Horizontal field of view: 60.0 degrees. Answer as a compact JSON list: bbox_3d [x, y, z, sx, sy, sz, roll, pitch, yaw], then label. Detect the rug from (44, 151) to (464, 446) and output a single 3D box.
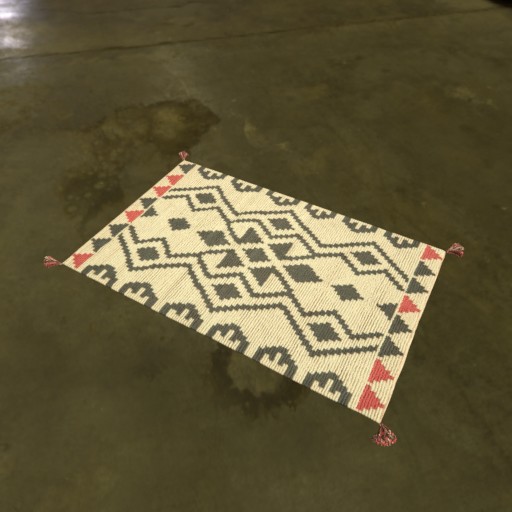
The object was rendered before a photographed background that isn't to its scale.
[{"bbox_3d":[0.000,0.000,3.294,2.672,0.066,1.741,22,50,20],"label":"rug"}]
